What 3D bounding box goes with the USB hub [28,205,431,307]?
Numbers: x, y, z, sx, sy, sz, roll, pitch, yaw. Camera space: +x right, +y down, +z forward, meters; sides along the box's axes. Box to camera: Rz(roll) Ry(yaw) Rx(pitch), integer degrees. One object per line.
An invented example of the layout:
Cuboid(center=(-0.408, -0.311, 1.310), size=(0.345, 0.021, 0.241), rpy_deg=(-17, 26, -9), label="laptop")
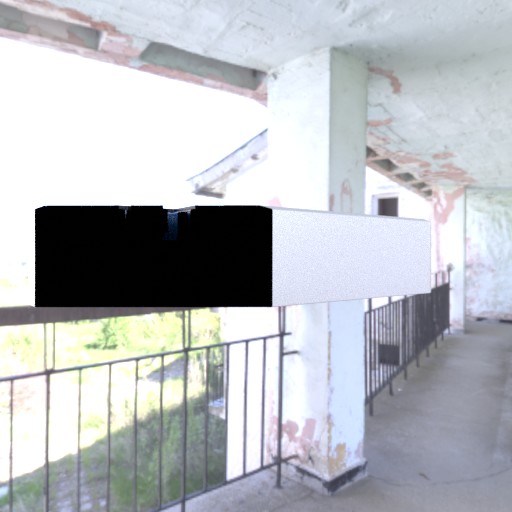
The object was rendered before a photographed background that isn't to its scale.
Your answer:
Cuboid(center=(0.000, 0.000, 0.125), size=(0.110, 0.023, 0.044), rpy_deg=(0, 0, -37), label="USB hub")
